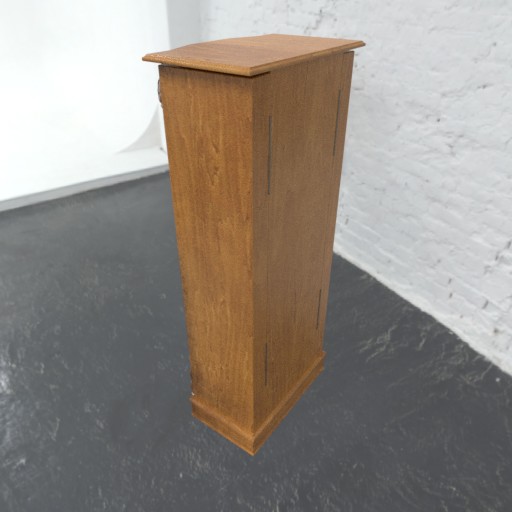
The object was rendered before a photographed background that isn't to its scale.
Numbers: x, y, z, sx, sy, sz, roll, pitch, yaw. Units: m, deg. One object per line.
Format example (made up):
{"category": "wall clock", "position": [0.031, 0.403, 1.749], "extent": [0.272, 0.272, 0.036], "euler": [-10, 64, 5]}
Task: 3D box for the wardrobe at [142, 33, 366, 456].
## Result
{"category": "wardrobe", "position": [0.000, 0.000, 1.111], "extent": [0.273, 0.959, 0.406], "euler": [21, 38, 30]}
